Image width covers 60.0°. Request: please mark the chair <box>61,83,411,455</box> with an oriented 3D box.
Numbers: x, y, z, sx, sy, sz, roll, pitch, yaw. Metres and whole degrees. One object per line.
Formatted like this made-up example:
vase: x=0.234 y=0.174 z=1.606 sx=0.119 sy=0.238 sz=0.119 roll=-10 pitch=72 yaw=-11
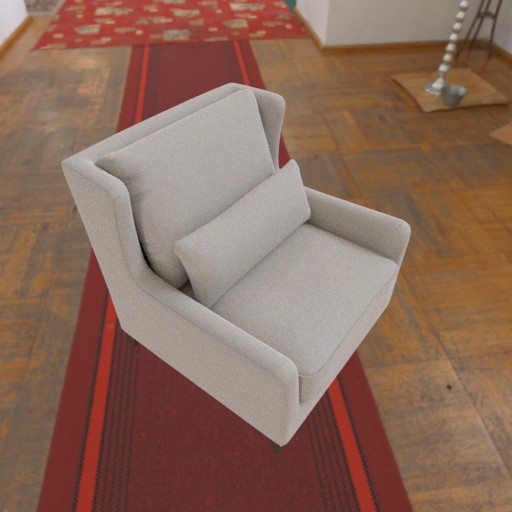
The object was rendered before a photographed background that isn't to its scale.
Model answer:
chair: x=0.000 y=0.000 z=1.903 sx=1.040 sy=1.056 sz=0.982 roll=27 pitch=49 yaw=27
